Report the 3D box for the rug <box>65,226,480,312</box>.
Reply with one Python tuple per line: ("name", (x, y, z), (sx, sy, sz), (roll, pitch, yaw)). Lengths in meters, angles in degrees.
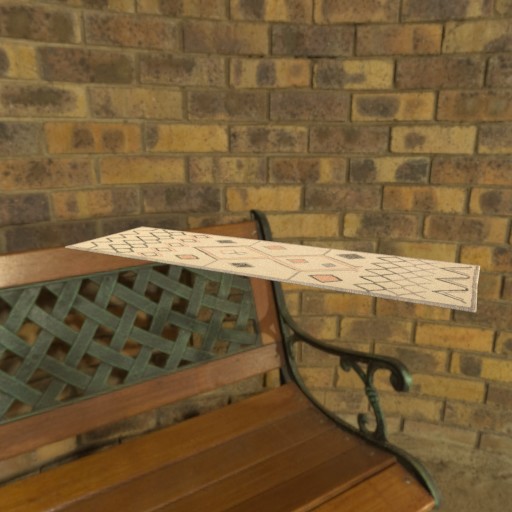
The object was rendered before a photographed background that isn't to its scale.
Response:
("rug", (0.000, 0.000, 2.696), (2.435, 0.011, 0.750), (8, 17, 26))
